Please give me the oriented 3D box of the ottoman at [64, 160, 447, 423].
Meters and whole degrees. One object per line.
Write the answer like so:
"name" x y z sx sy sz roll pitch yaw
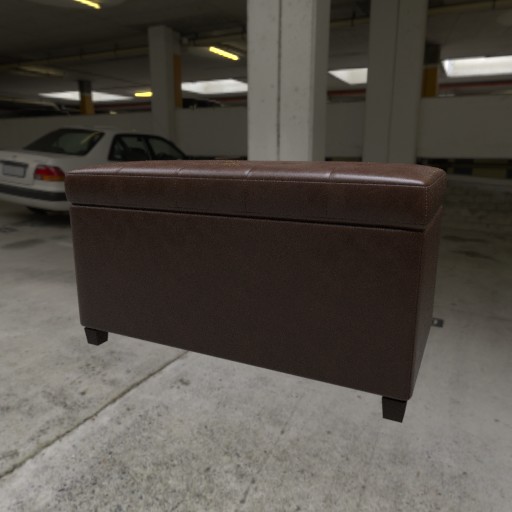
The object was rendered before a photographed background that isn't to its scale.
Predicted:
"ottoman" 0.000 0.000 1.121 0.838 0.470 0.432 7 15 25
